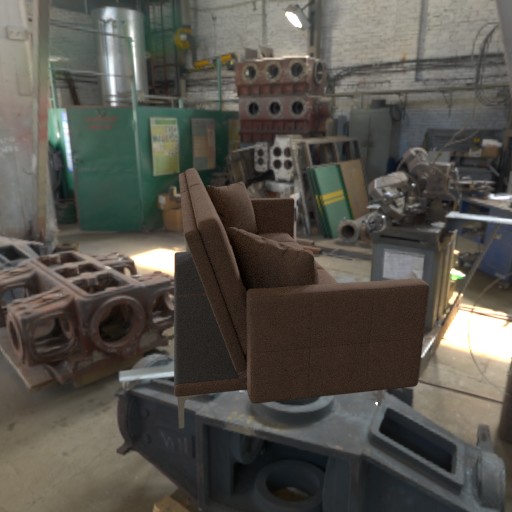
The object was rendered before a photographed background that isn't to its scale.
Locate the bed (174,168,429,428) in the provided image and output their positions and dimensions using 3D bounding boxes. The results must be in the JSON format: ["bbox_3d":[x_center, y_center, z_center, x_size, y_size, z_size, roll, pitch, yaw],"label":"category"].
[{"bbox_3d":[0.000,0.000,2.380,0.889,0.787,1.905,-3,17,-10],"label":"bed"}]
